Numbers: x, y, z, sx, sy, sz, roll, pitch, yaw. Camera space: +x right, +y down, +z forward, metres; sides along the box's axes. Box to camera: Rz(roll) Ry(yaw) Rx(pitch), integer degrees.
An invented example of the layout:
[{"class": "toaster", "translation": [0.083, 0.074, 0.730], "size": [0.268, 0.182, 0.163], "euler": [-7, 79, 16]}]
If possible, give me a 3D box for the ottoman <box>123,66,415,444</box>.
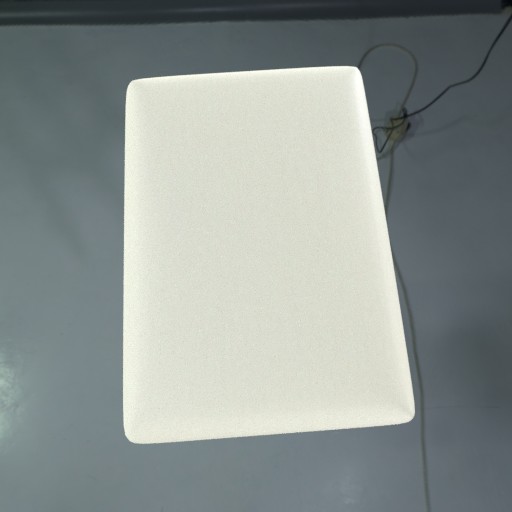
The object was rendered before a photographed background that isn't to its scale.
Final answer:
[{"class": "ottoman", "translation": [0.000, 0.000, 1.159], "size": [0.581, 0.497, 0.835], "euler": [-4, 75, -1]}]
